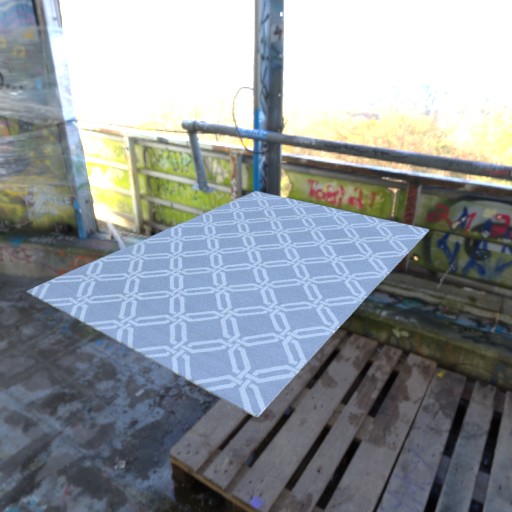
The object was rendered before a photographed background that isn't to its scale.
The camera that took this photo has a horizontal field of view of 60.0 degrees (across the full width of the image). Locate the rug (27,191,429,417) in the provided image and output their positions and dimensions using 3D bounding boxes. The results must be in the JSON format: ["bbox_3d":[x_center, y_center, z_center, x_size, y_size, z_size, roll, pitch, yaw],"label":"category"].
[{"bbox_3d":[0.000,0.000,2.764,1.522,0.013,2.133,17,31,31],"label":"rug"}]
